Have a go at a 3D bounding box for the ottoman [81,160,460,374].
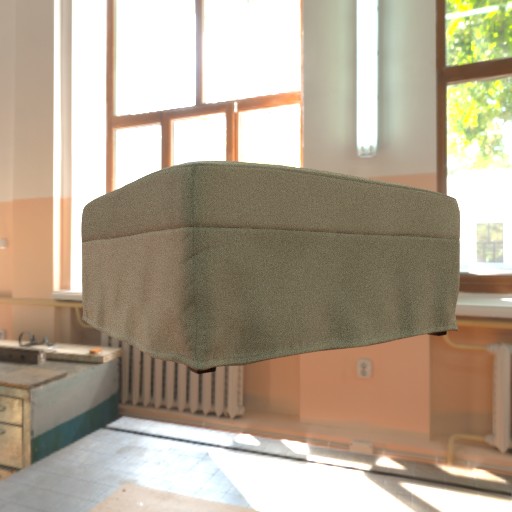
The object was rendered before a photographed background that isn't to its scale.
[{"bbox_3d":[0.000,0.000,1.328,0.843,0.441,0.842,0,-1,-34],"label":"ottoman"}]
